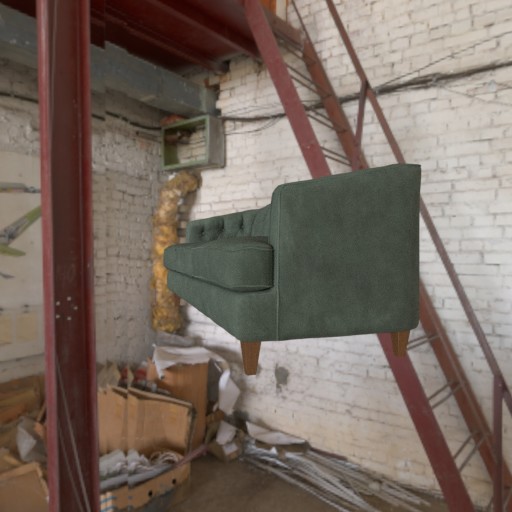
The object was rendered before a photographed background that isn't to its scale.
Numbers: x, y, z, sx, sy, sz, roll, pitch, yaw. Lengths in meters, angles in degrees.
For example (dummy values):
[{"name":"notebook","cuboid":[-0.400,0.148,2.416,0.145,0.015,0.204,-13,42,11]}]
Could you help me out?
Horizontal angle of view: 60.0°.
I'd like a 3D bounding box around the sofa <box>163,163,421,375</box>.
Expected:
[{"name":"sofa","cuboid":[0.000,0.000,2.754,0.941,0.855,2.278,0,1,-17]}]
